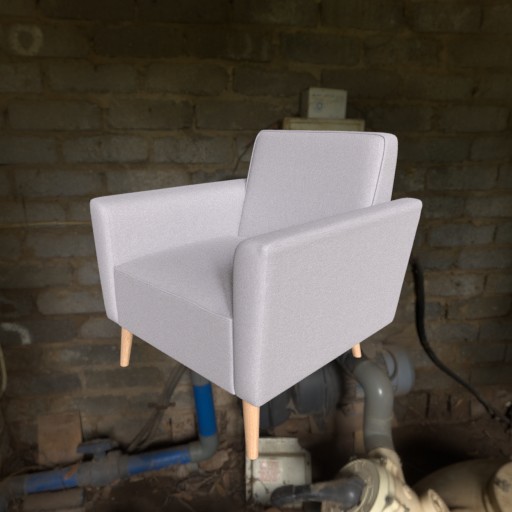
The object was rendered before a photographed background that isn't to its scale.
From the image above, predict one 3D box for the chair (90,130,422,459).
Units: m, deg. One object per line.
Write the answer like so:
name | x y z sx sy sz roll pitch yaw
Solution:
chair | 0.000 0.000 1.450 0.780 0.780 0.750 16 23 42
